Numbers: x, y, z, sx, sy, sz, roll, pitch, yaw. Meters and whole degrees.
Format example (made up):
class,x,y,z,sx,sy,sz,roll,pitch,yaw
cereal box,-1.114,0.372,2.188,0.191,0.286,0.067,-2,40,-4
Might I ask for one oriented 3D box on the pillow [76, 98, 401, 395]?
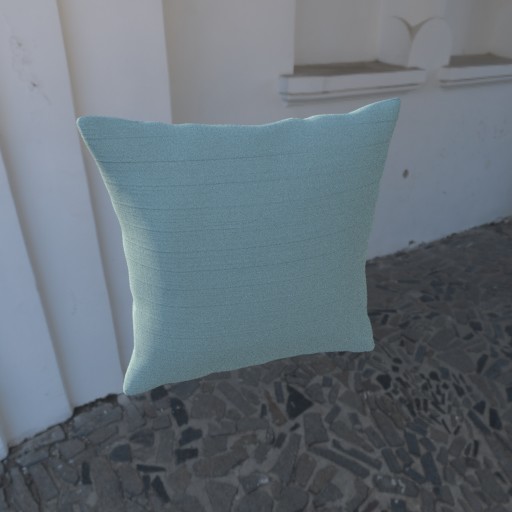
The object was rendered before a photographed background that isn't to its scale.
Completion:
class,x,y,z,sx,sy,sz,roll,pitch,yaw
pillow,0.000,0.000,0.713,0.470,0.464,0.175,-8,28,-15
